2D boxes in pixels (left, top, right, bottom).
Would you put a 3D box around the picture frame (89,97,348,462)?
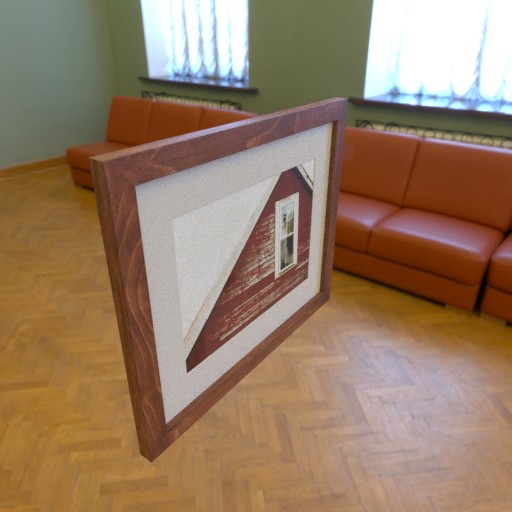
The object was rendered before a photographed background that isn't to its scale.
[{"bbox_3d":[0.000,0.000,0.764,0.025,0.457,0.559,19,33,32],"label":"picture frame"}]
